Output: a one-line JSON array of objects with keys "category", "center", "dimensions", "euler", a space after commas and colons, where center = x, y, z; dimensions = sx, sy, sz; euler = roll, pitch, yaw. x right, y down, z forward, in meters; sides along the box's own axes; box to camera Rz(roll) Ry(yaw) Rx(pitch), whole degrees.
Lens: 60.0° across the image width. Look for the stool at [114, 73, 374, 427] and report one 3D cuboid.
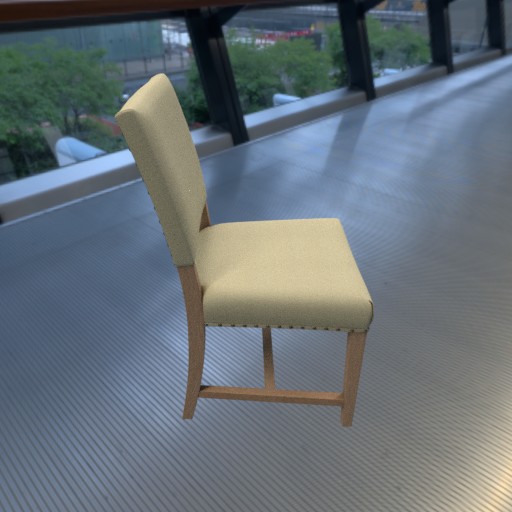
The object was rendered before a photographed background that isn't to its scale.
[{"category": "stool", "center": [0.000, 0.000, 1.365], "dimensions": [0.623, 0.986, 0.508], "euler": [-1, 32, -1]}]
